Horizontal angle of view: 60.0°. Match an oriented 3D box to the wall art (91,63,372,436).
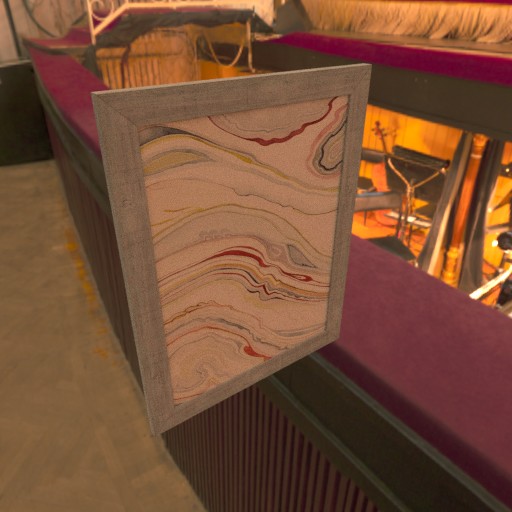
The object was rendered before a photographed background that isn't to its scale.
[{"bbox_3d":[0.000,0.000,0.807,0.481,0.613,0.020,-20,35,-30],"label":"wall art"}]
